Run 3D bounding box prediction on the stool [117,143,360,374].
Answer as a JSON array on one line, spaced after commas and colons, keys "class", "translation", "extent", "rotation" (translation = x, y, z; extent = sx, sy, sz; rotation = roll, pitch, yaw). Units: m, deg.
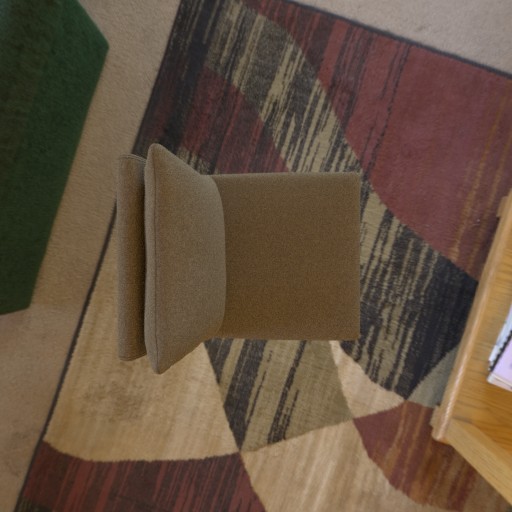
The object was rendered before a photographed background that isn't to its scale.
[{"class": "stool", "translation": [0.000, 0.000, 1.345], "extent": [0.569, 1.030, 0.463], "rotation": [0, 90, 0]}]
